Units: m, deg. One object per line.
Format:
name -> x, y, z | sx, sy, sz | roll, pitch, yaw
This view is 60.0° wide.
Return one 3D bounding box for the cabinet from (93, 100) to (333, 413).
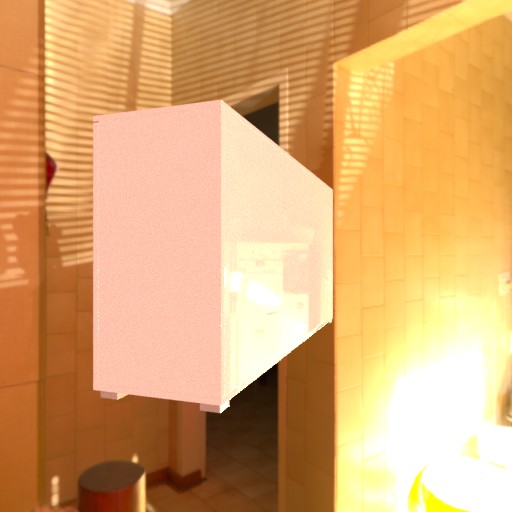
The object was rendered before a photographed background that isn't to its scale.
cabinet -> 0.000, 0.000, 1.974 | 0.400, 0.800, 1.650 | 0, 0, 20
